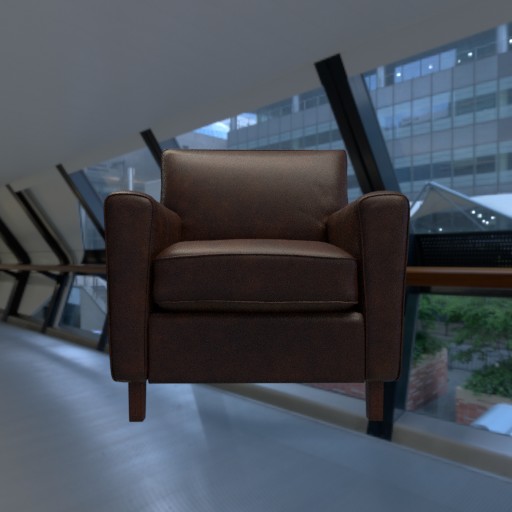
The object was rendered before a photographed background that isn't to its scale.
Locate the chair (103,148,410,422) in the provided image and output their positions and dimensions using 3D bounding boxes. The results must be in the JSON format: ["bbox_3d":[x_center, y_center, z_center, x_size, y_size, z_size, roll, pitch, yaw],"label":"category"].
[{"bbox_3d":[0.000,0.000,1.618,0.870,0.943,0.823,0,0,-1],"label":"chair"}]
